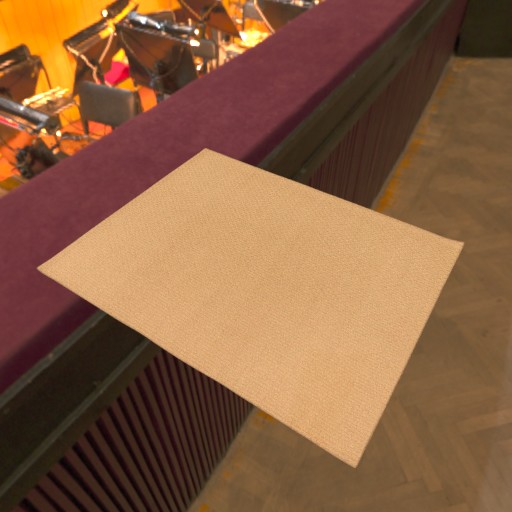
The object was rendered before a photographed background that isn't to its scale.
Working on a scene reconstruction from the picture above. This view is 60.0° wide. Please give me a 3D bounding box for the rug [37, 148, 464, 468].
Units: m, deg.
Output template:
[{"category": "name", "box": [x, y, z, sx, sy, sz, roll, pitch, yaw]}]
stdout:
[{"category": "rug", "box": [0.000, 0.000, 3.798, 2.897, 0.035, 2.277, 25, 50, 23]}]
